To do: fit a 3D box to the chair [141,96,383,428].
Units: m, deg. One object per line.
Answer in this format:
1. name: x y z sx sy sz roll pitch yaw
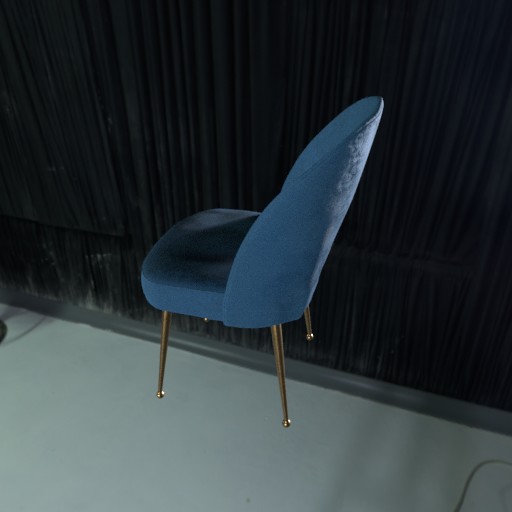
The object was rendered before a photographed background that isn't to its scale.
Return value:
1. chair: 0.000 0.000 1.245 0.577 0.860 0.527 8 31 14
